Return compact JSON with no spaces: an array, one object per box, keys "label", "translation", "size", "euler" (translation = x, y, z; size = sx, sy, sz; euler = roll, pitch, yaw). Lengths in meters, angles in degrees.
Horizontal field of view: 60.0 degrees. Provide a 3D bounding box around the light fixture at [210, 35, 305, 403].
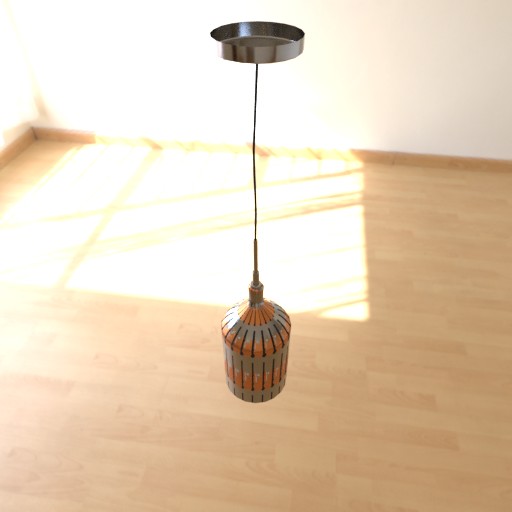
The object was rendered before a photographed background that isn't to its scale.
[{"label":"light fixture","translation":[0.000,0.000,1.657],"size":[0.303,1.535,0.303],"euler":[0,41,0]}]
